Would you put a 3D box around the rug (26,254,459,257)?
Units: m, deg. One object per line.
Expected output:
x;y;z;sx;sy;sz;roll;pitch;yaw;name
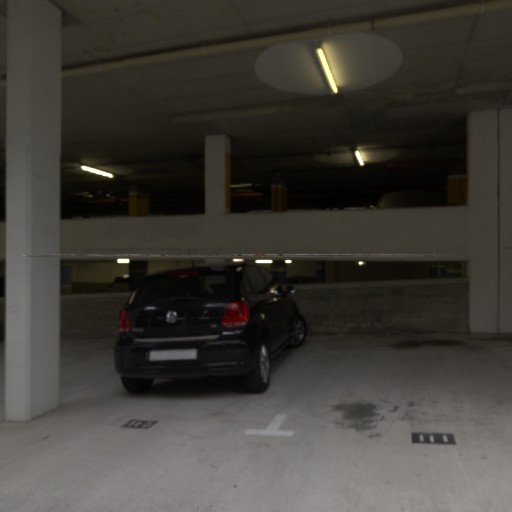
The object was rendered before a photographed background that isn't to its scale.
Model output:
0.000;0.000;3.914;3.000;0.012;2.371;0;0;18;rug
